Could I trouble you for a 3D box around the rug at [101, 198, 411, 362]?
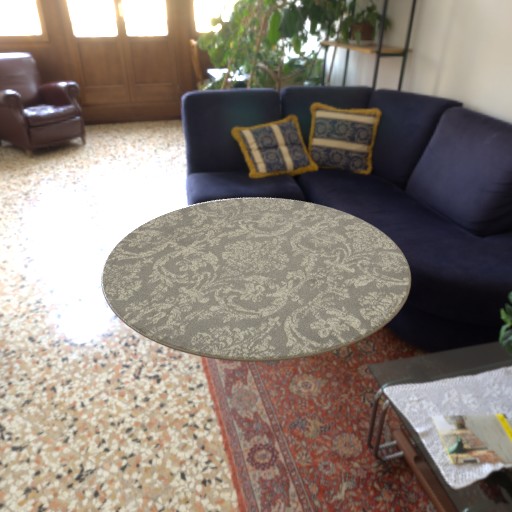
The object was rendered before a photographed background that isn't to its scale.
[{"bbox_3d":[0.000,0.000,2.378,1.593,0.012,1.593,0,30,0],"label":"rug"}]
